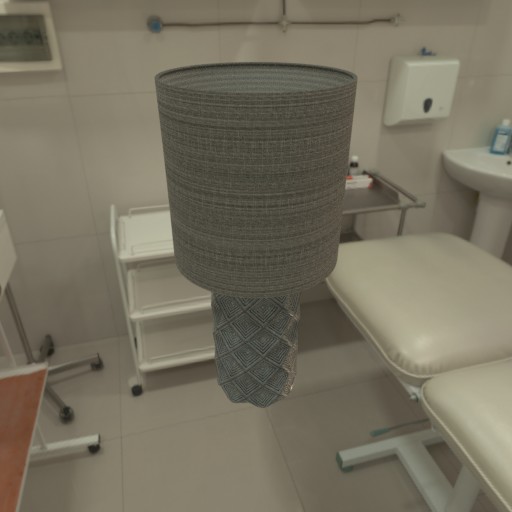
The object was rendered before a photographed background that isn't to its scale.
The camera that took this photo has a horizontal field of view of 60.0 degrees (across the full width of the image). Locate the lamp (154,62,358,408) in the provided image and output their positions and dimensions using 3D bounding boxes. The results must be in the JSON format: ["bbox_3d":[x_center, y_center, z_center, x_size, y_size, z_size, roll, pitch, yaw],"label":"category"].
[{"bbox_3d":[0.000,0.000,0.739,0.269,0.566,0.268,-8,31,-14],"label":"lamp"}]
